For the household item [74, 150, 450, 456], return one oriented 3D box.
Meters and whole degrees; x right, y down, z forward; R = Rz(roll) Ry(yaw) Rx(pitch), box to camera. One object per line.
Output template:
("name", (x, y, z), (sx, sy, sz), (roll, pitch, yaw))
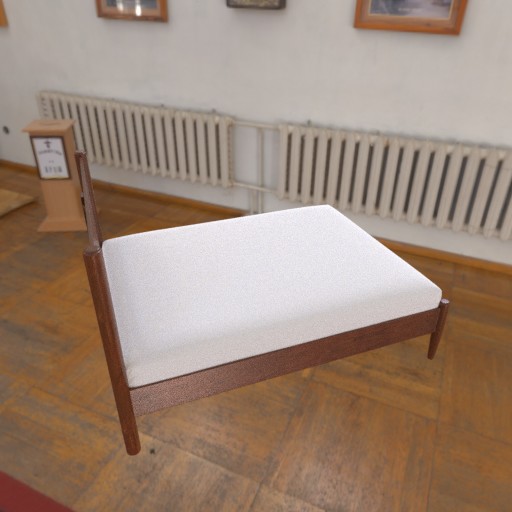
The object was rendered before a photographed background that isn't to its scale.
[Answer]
("household item", (0.000, 0.000, 3.257), (2.232, 1.356, 1.663), (-11, 31, -18))
